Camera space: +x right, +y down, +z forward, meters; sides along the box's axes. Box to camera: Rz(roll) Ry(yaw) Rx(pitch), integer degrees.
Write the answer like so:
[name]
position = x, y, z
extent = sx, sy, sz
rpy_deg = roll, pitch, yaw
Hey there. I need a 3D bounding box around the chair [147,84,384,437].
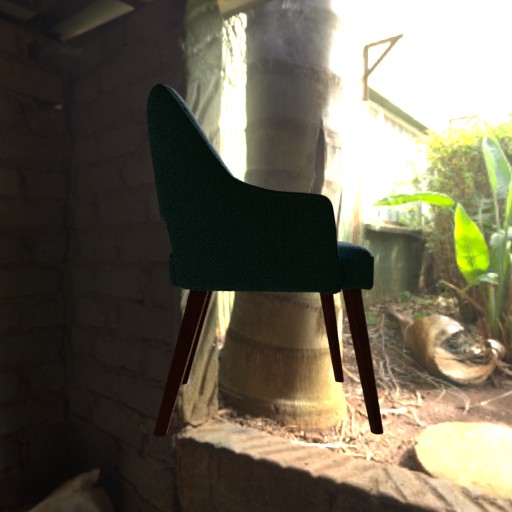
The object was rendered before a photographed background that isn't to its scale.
[chair]
position = 0.000, 0.000, 1.267
extent = 0.605, 0.849, 0.548
rpy_deg = 0, 1, -2
